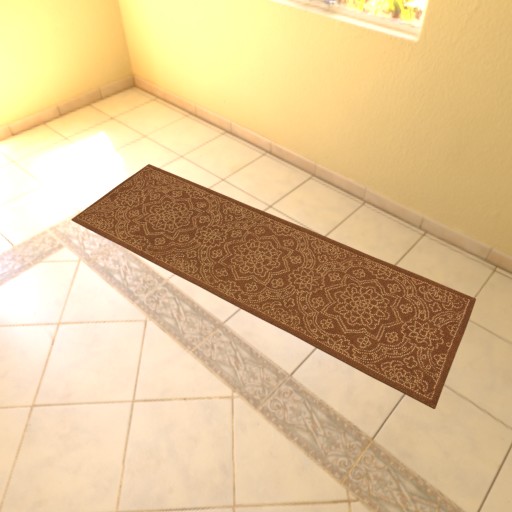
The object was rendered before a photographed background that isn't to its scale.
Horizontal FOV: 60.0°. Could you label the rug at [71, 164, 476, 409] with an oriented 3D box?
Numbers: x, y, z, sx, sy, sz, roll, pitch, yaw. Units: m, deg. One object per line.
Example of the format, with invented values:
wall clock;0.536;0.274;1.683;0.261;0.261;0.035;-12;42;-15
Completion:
rug;0.000;0.000;2.718;2.448;0.012;0.769;25;51;22
